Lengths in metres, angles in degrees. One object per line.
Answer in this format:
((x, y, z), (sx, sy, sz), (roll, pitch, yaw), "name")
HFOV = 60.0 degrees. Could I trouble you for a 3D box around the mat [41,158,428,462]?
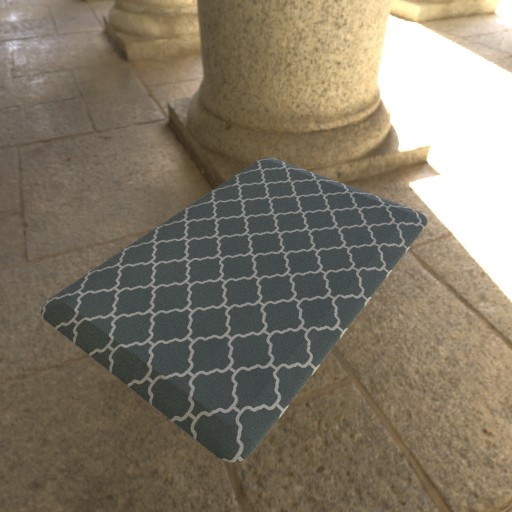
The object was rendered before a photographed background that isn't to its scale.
((0.000, 0.000, 0.967), (0.508, 0.021, 0.762), (27, 48, 27), "mat")
